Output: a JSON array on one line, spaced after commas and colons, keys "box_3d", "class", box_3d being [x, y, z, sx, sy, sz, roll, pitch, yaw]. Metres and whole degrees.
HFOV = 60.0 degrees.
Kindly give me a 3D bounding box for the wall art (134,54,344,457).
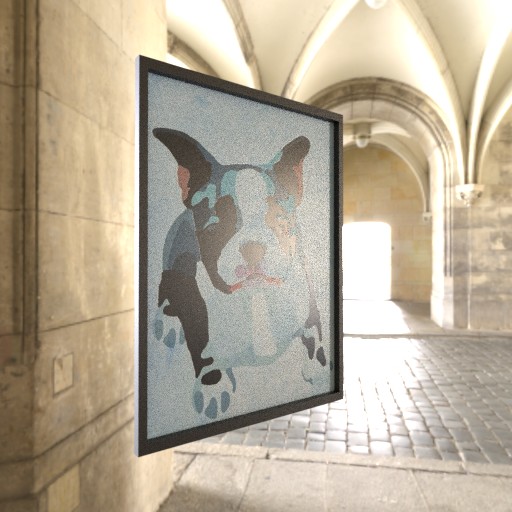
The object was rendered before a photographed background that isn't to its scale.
[{"box_3d": [0.000, 0.000, 1.376, 0.774, 1.027, 0.030, 0, -1, -38], "class": "wall art"}]
